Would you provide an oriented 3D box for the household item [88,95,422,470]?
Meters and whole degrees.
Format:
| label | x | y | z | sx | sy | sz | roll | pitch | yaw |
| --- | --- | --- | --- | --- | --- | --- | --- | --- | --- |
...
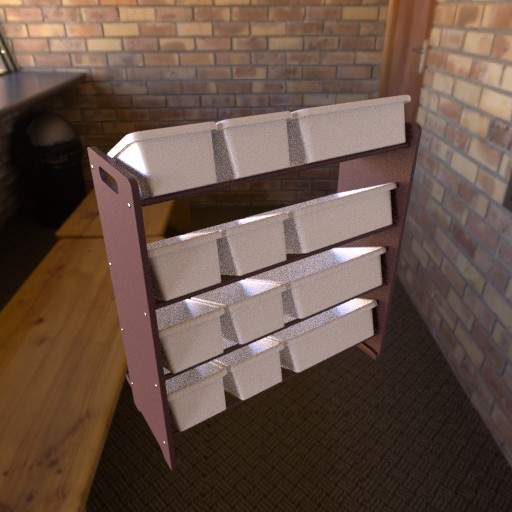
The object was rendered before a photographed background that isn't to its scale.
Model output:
| label | x | y | z | sx | sy | sz | roll | pitch | yaw |
| --- | --- | --- | --- | --- | --- | --- | --- | --- | --- |
| household item | 0.000 | 0.000 | 1.275 | 0.787 | 0.864 | 0.389 | -18 | 34 | -29 |
